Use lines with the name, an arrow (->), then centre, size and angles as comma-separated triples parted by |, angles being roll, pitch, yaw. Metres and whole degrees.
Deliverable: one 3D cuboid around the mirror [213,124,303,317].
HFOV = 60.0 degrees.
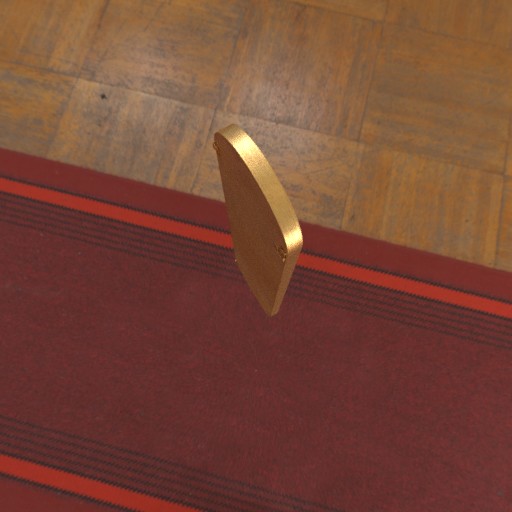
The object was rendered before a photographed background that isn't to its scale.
mirror -> 0.000, 0.000, 1.074 | 0.032, 0.991, 0.222 | -30, 78, -7
